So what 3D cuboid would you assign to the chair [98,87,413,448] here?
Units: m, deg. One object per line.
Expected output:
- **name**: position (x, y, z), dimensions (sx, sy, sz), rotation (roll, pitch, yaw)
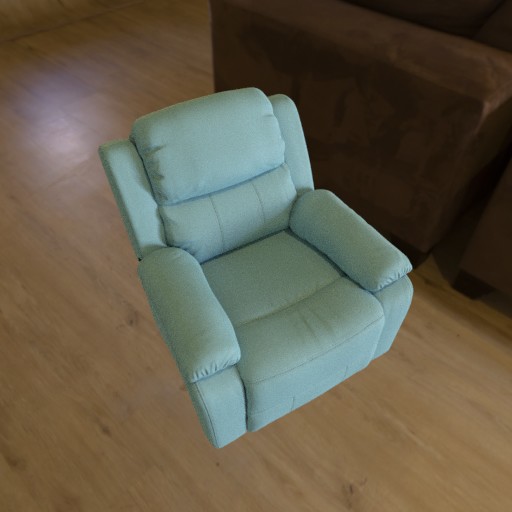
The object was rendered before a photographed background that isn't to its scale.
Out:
- **chair**: position (0.000, 0.000, 1.279), dimensions (0.680, 0.702, 0.709), rotation (-23, 51, -20)
